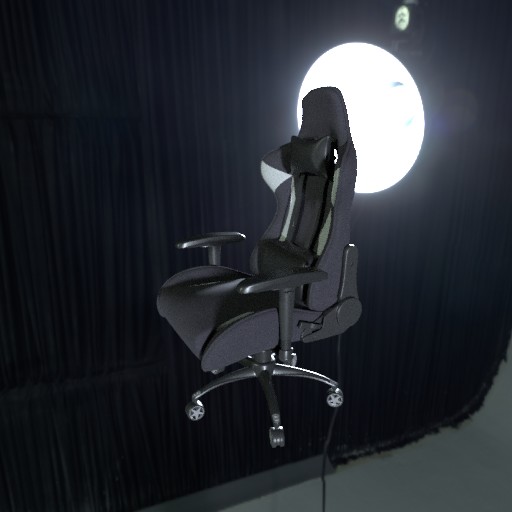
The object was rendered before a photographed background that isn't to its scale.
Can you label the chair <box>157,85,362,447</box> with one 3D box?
[{"bbox_3d":[0.000,0.000,1.767,0.695,1.300,0.730,-7,17,-26],"label":"chair"}]
